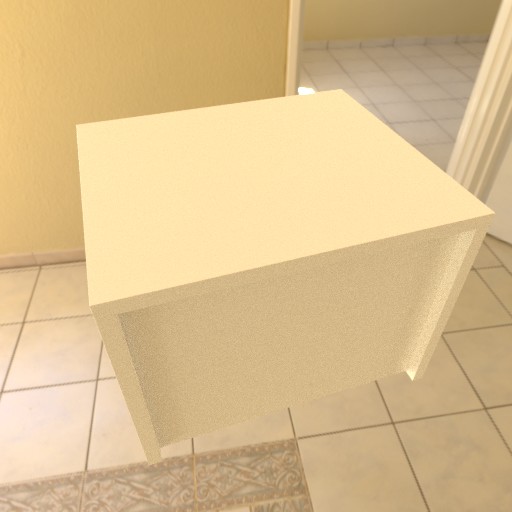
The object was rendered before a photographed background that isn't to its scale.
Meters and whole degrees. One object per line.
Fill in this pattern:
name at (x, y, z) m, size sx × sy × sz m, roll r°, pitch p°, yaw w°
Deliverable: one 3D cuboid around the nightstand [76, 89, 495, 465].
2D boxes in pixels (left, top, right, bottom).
nightstand at (0.000, 0.000, 0.737) m, size 0.470 × 0.351 × 0.408 m, roll -13°, pitch 43°, yaw -14°
